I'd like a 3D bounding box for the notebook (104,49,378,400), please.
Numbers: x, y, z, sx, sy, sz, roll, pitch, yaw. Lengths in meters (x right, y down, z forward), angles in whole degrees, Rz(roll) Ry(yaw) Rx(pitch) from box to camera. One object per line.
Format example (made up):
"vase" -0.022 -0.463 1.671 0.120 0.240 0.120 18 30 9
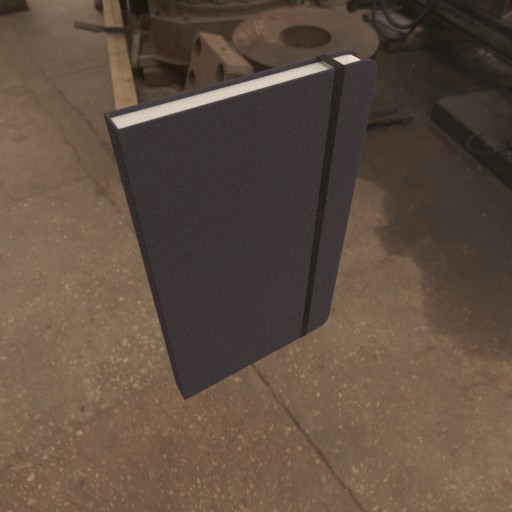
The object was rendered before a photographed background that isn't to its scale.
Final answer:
"notebook" 0.000 0.000 0.263 0.127 0.213 0.016 -24 51 -21
